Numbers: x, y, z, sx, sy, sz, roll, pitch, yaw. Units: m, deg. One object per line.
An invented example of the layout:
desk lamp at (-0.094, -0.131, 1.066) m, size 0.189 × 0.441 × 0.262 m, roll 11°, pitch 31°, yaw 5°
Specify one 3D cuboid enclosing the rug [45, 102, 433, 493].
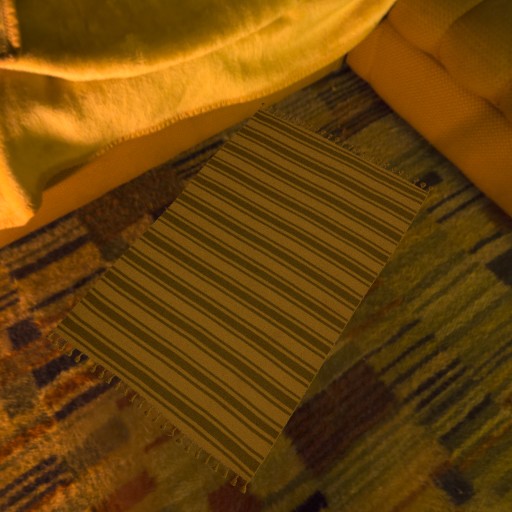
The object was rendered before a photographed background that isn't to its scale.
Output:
rug at (0.000, 0.000, 2.308) m, size 1.162 × 0.013 × 1.875 m, roll 32°, pitch 67°, yaw 15°
